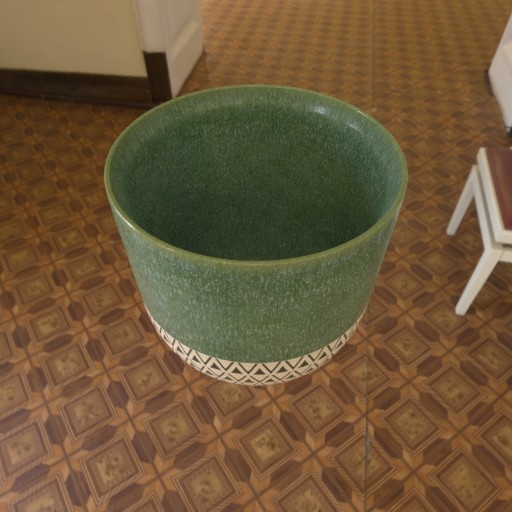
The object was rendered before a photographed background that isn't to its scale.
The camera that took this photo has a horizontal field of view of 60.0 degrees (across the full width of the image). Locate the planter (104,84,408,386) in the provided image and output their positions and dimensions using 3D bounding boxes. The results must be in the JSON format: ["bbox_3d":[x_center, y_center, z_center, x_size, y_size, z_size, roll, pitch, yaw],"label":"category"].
[{"bbox_3d":[0.000,0.000,0.495,0.266,0.270,0.266,0,47,0],"label":"planter"}]
